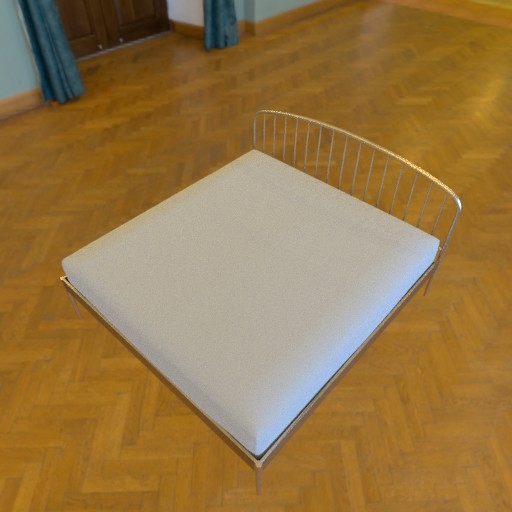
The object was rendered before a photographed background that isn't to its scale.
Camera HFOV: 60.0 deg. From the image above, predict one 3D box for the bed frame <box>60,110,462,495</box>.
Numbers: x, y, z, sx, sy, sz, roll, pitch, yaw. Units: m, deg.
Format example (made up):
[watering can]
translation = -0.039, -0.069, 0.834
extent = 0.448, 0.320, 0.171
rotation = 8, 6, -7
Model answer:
[bed frame]
translation = 0.000, 0.000, 3.303
extent = 2.016, 1.174, 2.152
rotation = 33, 53, 29
